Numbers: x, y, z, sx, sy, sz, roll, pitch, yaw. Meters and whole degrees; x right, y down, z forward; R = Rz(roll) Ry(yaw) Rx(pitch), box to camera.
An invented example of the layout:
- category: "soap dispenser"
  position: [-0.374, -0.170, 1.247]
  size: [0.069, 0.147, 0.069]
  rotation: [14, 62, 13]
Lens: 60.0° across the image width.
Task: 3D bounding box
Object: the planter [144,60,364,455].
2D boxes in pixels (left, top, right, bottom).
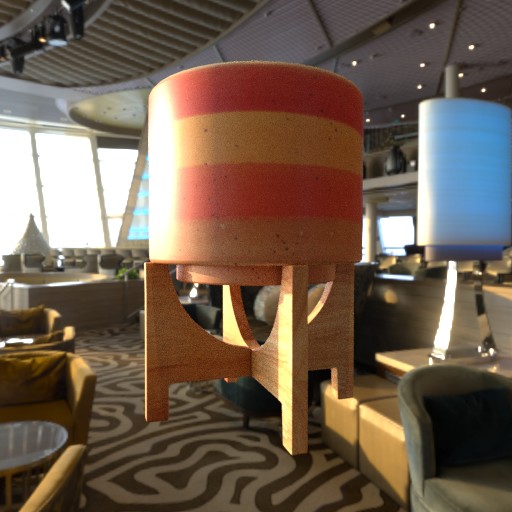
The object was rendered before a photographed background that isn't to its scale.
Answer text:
- category: "planter"
  position: [0.000, 0.000, 0.551]
  size: [0.269, 0.379, 0.269]
  rotation: [0, 1, 0]
